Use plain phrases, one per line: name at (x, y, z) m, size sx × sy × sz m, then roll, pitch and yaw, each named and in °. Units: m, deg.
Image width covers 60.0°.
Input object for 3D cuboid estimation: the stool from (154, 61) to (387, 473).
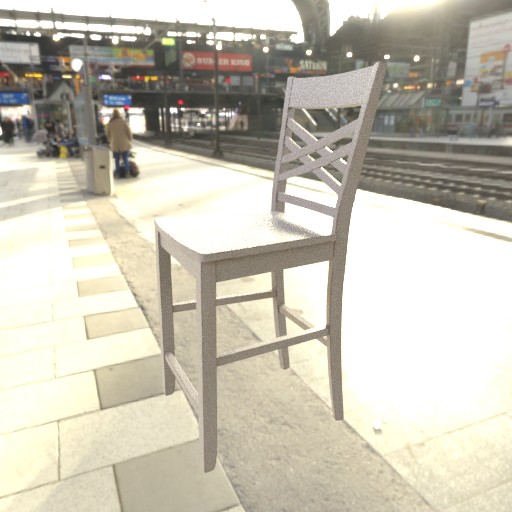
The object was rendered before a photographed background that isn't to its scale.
stool at (0.000, 0.000, 1.360) m, size 0.539 × 1.079 × 0.462 m, roll -8°, pitch 19°, yaw -25°
